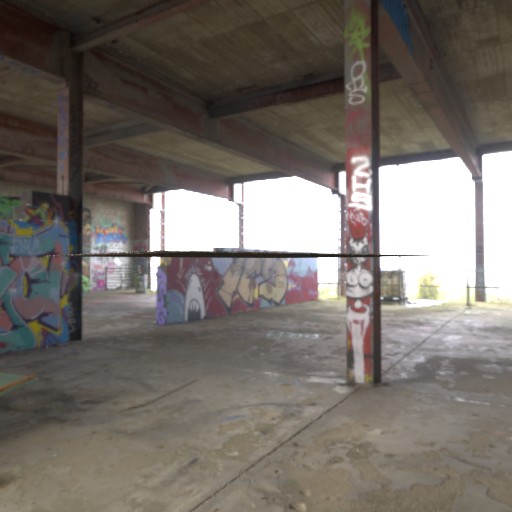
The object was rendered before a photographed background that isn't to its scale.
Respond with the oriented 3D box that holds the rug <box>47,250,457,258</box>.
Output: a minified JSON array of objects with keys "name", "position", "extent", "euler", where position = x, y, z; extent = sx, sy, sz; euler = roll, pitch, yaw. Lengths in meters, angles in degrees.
[{"name":"rug","position":[0.000,0.000,4.054],"extent":[3.048,0.010,2.438],"euler":[1,-1,-38]}]
